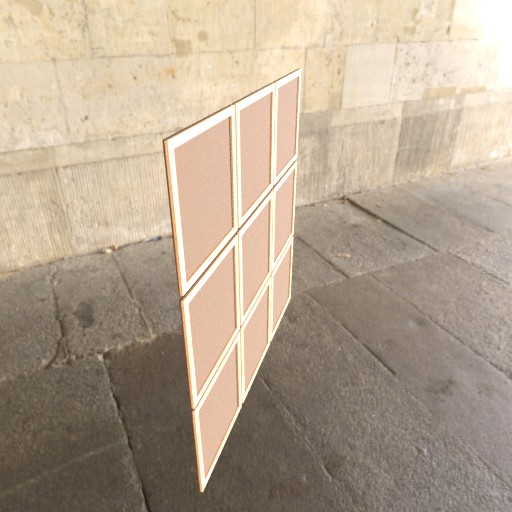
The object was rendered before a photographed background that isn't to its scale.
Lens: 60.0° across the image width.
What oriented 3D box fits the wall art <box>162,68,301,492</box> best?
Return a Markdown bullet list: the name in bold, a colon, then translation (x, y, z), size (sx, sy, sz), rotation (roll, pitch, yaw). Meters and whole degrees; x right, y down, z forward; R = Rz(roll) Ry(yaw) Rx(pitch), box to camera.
- **wall art**: translation (0.000, 0.000, 1.730), size (0.013, 1.218, 1.216), rotation (9, 31, 16)
